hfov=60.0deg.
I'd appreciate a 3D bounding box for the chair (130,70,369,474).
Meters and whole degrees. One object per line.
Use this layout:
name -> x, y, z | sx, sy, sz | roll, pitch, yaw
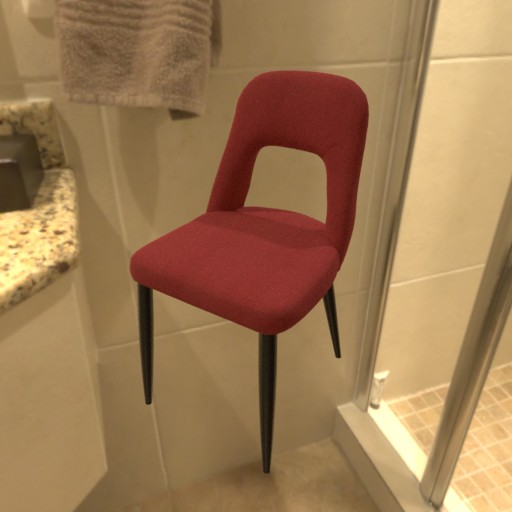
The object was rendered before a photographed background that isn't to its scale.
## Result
chair -> 0.000, 0.000, 1.218 | 0.483, 0.892, 0.569 | 18, 34, 28
